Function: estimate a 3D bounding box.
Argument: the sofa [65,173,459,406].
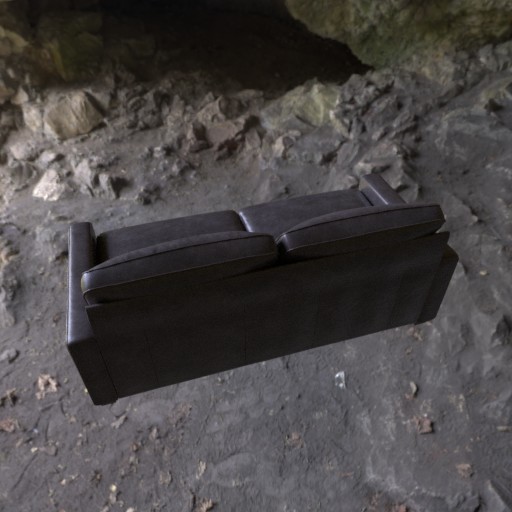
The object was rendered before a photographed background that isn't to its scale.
[{"bbox_3d":[0.000,0.000,2.600,2.081,0.916,0.939,-11,43,-13],"label":"sofa"}]
